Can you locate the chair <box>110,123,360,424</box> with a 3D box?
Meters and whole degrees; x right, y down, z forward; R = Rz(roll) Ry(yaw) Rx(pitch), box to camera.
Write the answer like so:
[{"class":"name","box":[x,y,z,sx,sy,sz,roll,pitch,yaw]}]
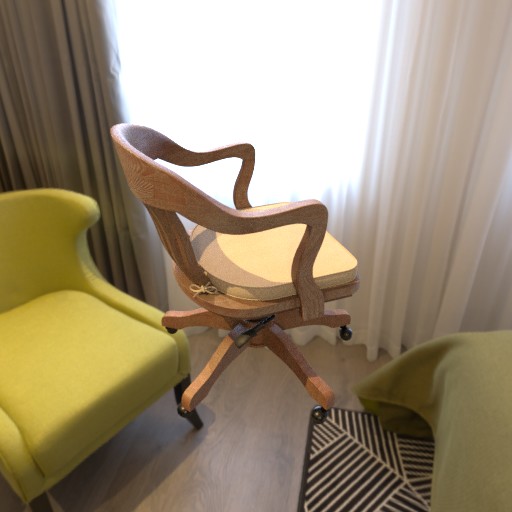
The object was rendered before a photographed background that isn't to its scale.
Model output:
[{"class":"chair","box":[0.000,0.000,1.463,0.788,0.878,0.750,-10,31,-16]}]
